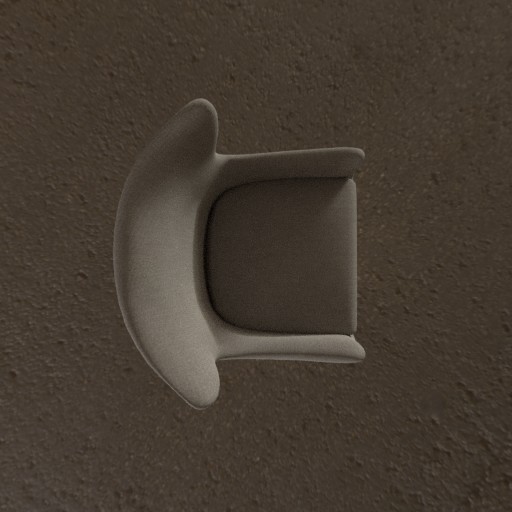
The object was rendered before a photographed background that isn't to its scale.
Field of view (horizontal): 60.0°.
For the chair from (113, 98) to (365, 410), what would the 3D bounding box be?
[{"bbox_3d":[0.000,0.000,1.494,0.677,0.948,0.732,0,89,1],"label":"chair"}]
